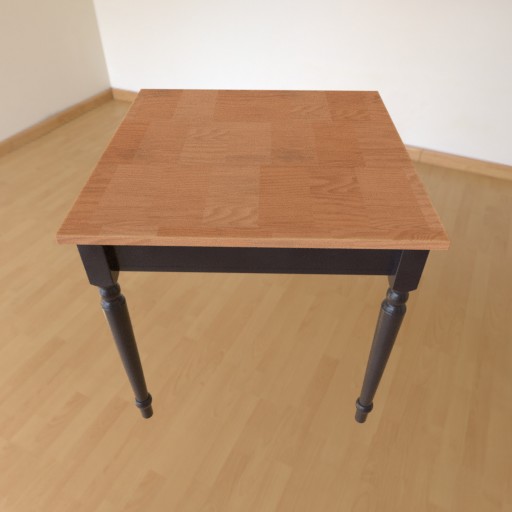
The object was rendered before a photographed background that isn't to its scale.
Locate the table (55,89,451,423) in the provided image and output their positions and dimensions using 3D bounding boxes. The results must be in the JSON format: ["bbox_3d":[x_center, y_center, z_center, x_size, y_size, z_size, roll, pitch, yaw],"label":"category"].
[{"bbox_3d":[0.000,0.000,1.356,0.747,0.738,0.747,1,41,1],"label":"table"}]
